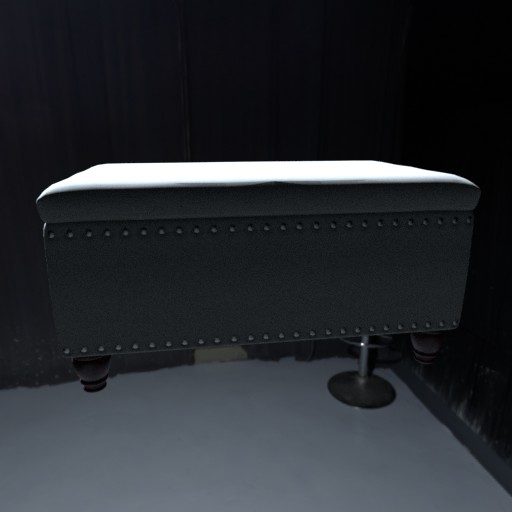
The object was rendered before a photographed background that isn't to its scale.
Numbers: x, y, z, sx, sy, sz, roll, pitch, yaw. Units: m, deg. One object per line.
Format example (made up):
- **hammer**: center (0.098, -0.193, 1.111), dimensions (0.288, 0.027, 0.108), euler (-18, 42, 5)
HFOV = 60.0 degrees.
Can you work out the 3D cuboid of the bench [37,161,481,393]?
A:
- **bench**: center (0.000, 0.000, 1.150), dimensions (0.887, 0.449, 0.500), euler (-3, 16, -9)
